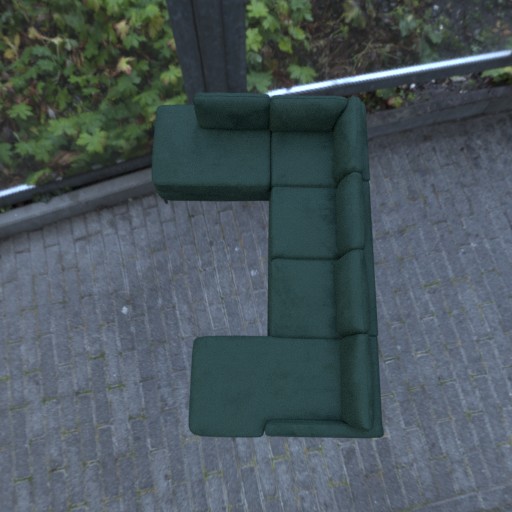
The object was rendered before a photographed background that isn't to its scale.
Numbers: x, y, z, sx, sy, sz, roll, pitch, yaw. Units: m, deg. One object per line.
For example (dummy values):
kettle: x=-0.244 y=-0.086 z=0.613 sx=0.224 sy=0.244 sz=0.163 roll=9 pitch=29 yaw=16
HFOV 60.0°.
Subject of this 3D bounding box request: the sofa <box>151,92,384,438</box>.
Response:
sofa: x=0.000 y=0.000 z=3.921 sx=1.992 sy=0.861 sz=2.994 roll=1 pitch=74 yaw=0
